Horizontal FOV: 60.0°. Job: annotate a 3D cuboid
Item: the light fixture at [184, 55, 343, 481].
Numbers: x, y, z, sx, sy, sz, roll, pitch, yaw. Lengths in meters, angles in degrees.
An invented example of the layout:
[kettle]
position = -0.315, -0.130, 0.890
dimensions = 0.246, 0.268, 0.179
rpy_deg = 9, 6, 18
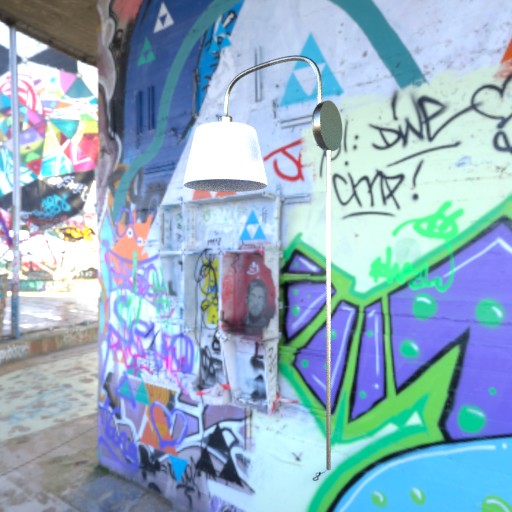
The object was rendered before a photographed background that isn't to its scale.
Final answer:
[light fixture]
position = 0.000, 0.000, 0.465
dimensions = 0.176, 0.399, 0.092
rpy_deg = 0, 0, 37
